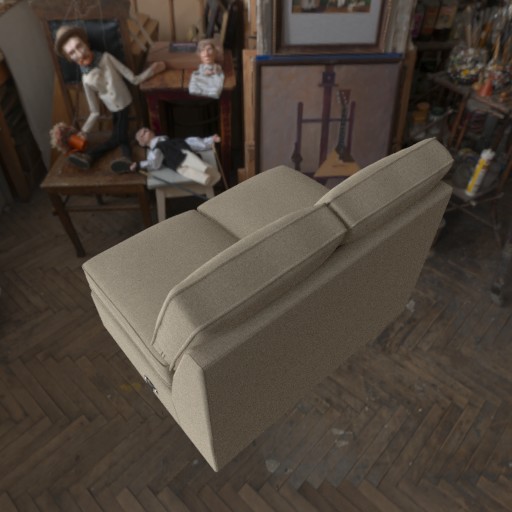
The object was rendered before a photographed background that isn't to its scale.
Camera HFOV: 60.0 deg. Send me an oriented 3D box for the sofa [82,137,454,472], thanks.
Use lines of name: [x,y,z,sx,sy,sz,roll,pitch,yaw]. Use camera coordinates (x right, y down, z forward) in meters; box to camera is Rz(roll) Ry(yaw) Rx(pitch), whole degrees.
sofa: [0.000,0.000,1.925,1.237,1.008,0.951,-32,53,-28]
